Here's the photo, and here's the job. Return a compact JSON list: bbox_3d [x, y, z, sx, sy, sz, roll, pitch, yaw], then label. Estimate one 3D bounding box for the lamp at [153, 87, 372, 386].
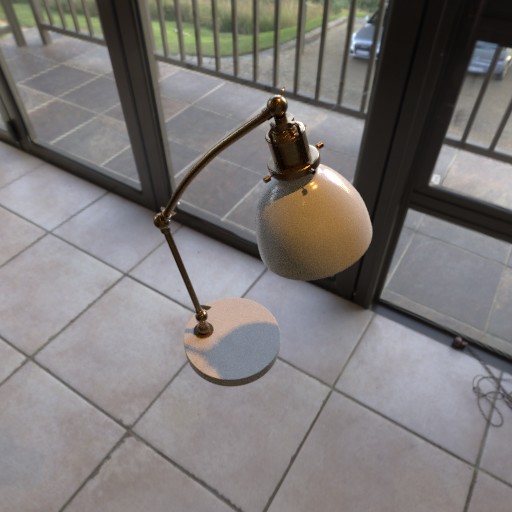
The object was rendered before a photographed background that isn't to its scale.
[{"bbox_3d":[0.000,0.000,0.673,0.317,0.522,0.186,10,48,9],"label":"lamp"}]
